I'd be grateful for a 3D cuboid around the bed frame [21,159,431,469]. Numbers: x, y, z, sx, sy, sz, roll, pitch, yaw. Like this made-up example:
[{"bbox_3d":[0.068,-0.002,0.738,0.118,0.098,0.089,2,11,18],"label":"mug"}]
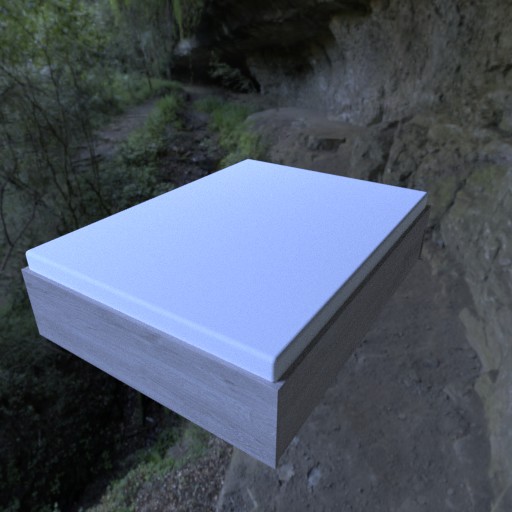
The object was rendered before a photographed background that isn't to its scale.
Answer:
[{"bbox_3d":[0.000,0.000,2.585,1.448,0.490,1.944,17,33,29],"label":"bed frame"}]
